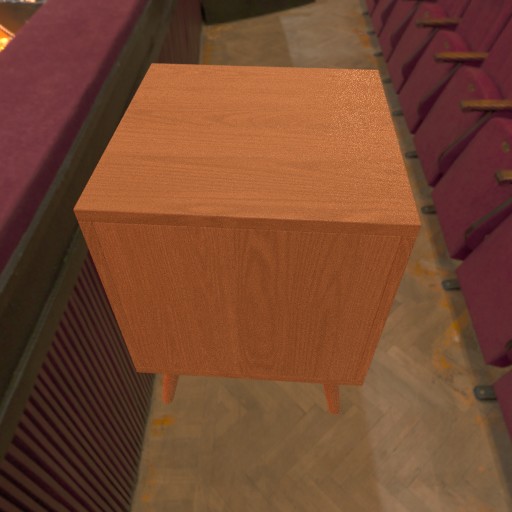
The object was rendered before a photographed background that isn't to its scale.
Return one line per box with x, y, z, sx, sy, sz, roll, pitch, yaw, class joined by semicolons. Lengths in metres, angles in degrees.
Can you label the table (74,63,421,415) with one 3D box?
0.000;0.000;0.843;0.400;0.550;0.400;3;47;3;table
